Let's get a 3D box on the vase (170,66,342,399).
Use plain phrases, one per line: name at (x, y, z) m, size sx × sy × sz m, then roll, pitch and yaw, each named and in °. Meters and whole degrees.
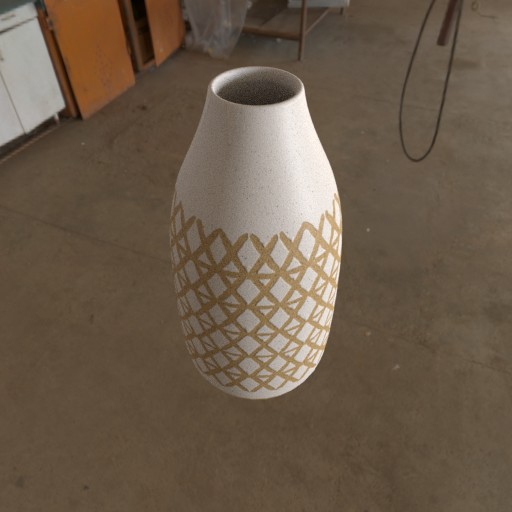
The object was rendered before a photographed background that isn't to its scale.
vase at (0.000, 0.000, 0.483) m, size 0.186 × 0.380 × 0.186 m, roll 0°, pitch 45°, yaw 0°
